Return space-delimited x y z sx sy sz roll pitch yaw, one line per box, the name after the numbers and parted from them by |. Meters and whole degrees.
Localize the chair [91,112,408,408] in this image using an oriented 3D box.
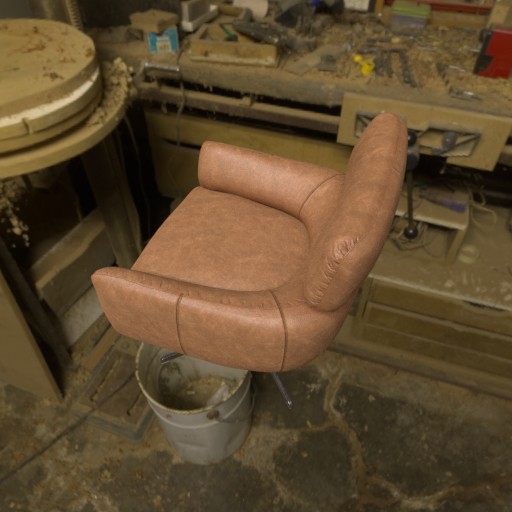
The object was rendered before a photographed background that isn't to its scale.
0.000 0.000 1.351 0.715 0.812 0.706 15 48 14 | chair
